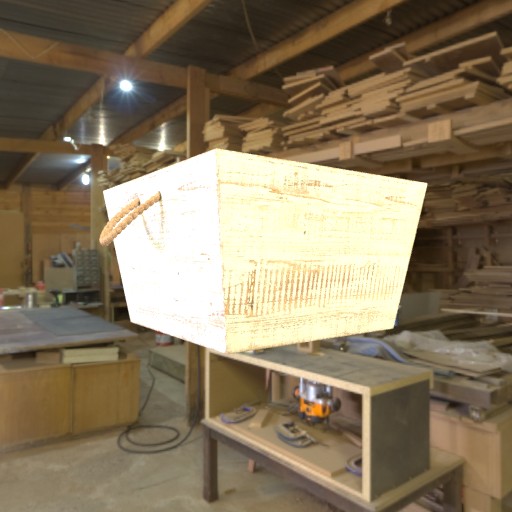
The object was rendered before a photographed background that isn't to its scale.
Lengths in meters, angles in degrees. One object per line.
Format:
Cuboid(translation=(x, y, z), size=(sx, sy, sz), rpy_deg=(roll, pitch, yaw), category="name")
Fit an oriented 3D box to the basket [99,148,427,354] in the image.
Cuboid(translation=(0.000, 0.000, 0.790), size=(0.545, 0.247, 0.413), rpy_deg=(0, 0, -36), category="basket")
